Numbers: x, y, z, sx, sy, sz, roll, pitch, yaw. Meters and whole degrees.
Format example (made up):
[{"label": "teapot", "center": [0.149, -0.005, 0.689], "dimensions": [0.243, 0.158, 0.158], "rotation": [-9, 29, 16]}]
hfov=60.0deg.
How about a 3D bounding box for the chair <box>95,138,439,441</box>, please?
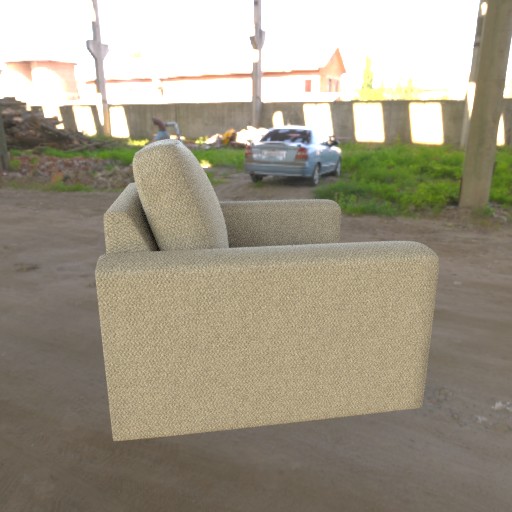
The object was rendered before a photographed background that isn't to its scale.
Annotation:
[{"label": "chair", "center": [0.000, 0.000, 1.725], "dimensions": [1.016, 0.873, 1.005], "rotation": [-3, 17, -9]}]
